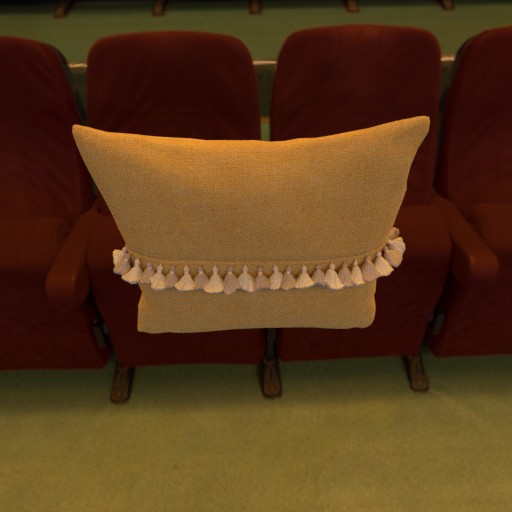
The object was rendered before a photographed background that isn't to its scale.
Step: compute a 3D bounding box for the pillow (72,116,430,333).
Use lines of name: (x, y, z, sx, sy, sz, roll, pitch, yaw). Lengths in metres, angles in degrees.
pillow: (0.000, 0.000, 0.737, 0.485, 0.481, 0.167, -2, 47, -2)
